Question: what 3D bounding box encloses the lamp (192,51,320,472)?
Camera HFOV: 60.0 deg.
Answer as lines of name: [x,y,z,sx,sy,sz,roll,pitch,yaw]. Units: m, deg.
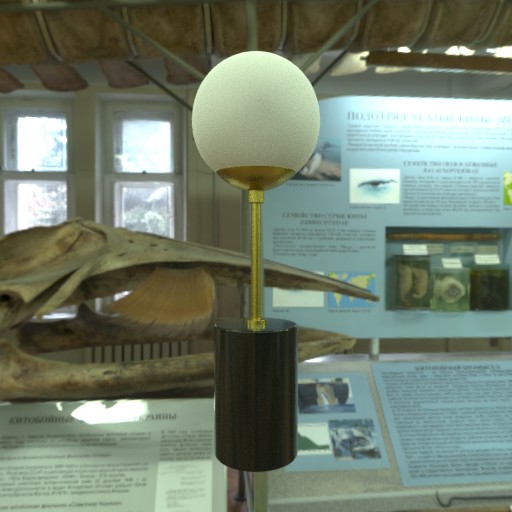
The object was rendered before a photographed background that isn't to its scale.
lamp: [0.000,0.000,0.540,0.153,0.480,0.153,0,1,0]
